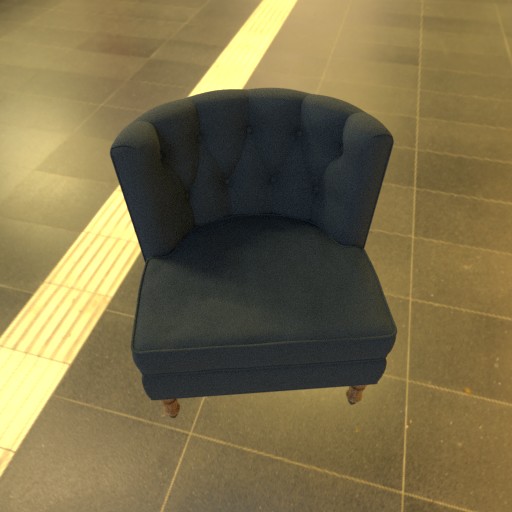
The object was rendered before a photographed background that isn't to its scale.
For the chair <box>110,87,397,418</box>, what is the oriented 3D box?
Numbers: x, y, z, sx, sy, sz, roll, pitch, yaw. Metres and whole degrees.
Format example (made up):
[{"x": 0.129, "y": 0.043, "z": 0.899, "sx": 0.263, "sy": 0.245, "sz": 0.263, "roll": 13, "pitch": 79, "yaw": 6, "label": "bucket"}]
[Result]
[{"x": 0.000, "y": 0.000, "z": 1.361, "sx": 0.740, "sy": 0.771, "sz": 0.718, "roll": -3, "pitch": 47, "yaw": -3, "label": "chair"}]
